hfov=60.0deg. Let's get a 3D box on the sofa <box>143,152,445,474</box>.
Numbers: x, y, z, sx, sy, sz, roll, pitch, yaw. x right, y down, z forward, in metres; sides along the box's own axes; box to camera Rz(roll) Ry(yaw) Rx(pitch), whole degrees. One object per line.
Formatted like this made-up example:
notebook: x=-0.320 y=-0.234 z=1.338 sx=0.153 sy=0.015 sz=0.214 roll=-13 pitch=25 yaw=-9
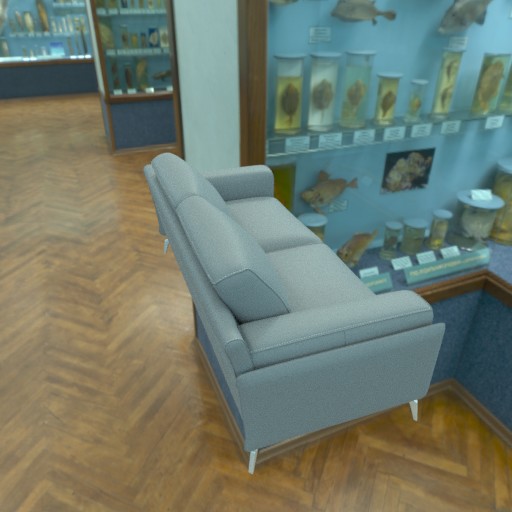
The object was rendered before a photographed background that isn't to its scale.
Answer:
sofa: x=0.000 y=0.000 z=2.619 sx=0.969 sy=0.900 sz=2.100 roll=-11 pitch=32 yaw=-18
